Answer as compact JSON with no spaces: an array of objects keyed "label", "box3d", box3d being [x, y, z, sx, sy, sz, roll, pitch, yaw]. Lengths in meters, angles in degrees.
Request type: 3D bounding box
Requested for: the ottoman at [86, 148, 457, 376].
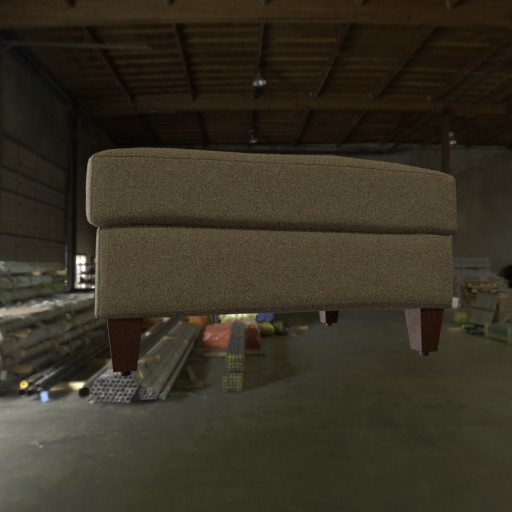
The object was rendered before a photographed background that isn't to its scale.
[{"label":"ottoman","box3d":[0.000,0.000,1.303,0.889,0.511,0.692,0,-1,-16]}]
